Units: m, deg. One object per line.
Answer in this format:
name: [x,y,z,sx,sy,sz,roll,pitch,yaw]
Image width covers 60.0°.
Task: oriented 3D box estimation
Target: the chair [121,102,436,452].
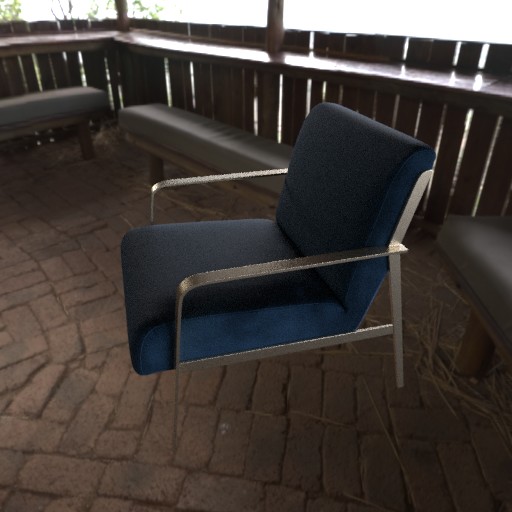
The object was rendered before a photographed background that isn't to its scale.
chair: [0.000,0.000,1.456,0.859,0.831,0.692,-9,31,-15]
